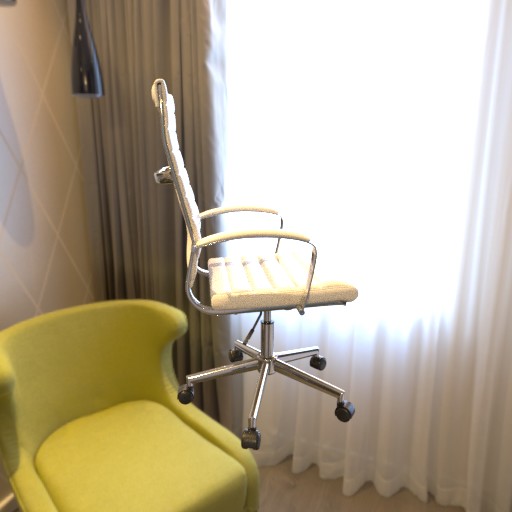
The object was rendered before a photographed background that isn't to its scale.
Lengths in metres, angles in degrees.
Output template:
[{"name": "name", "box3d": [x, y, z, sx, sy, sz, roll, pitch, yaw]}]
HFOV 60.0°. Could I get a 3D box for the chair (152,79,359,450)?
[{"name": "chair", "box3d": [0.000, 0.000, 1.620, 0.679, 1.149, 0.679, -2, 14, -7]}]
